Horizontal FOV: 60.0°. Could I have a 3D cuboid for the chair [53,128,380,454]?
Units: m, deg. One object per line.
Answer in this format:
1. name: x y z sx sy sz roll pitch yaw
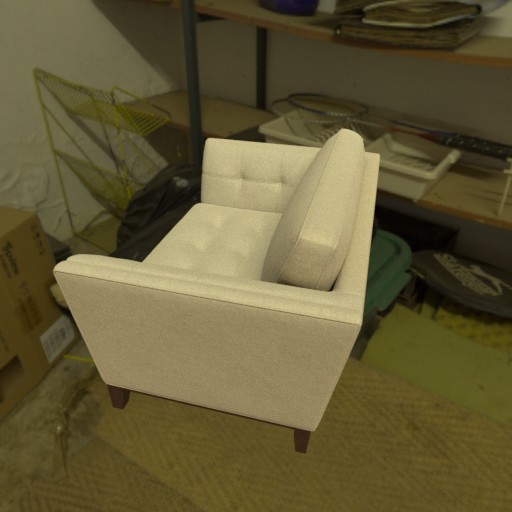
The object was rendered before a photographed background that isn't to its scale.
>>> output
1. chair: 0.000 0.000 2.005 0.965 0.940 1.397 8 33 13
